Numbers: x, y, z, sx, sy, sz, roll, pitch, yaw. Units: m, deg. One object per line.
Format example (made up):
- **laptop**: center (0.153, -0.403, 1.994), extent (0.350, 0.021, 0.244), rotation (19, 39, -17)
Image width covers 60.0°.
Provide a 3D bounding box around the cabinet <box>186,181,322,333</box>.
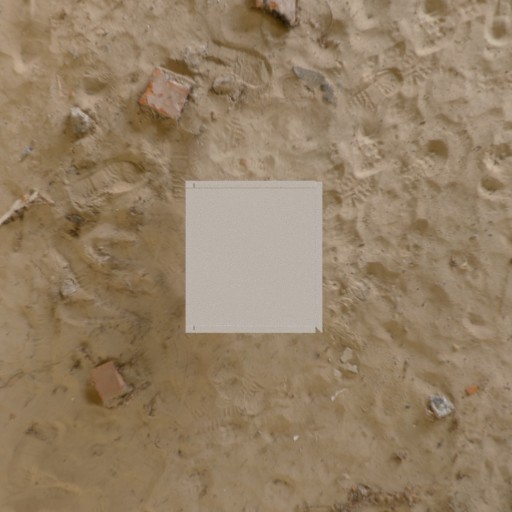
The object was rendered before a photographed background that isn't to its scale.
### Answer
- **cabinet**: center (0.000, 0.000, 1.575), extent (0.270, 1.400, 0.300), rotation (0, 90, 0)
